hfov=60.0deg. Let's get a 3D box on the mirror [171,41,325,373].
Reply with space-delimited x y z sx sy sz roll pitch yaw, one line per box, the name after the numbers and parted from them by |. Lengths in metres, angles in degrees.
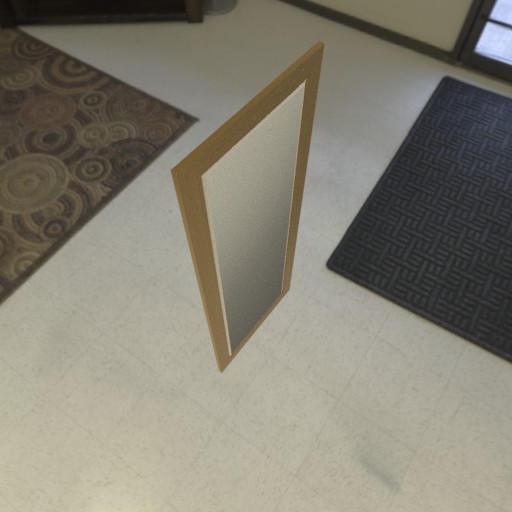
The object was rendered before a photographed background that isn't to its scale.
0.000 0.000 2.364 0.025 2.031 0.812 33 64 18 | mirror
